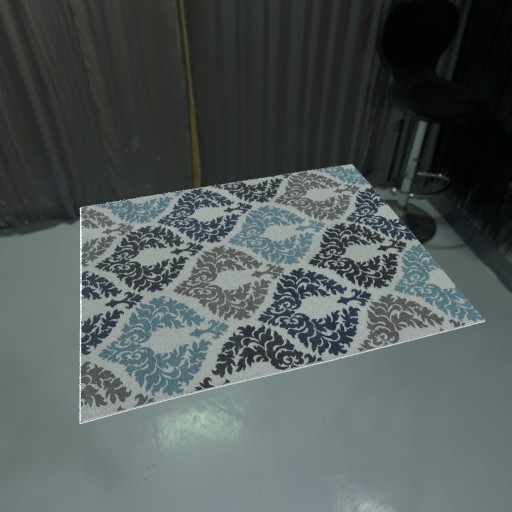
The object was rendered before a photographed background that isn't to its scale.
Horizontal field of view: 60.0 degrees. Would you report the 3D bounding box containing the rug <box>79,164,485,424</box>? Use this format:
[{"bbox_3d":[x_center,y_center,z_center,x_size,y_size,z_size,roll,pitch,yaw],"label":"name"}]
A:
[{"bbox_3d":[0.000,0.000,3.988,3.040,0.014,2.423,-11,44,-12],"label":"rug"}]
